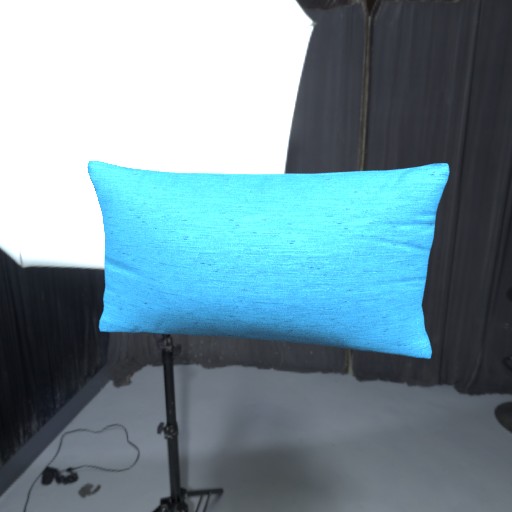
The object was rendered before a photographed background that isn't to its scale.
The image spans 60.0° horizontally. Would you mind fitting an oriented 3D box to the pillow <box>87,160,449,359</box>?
[{"bbox_3d":[0.000,0.000,0.807,0.633,0.338,0.210,3,15,10],"label":"pillow"}]
